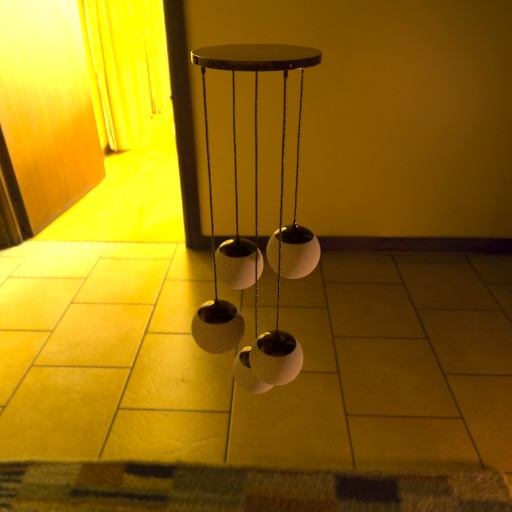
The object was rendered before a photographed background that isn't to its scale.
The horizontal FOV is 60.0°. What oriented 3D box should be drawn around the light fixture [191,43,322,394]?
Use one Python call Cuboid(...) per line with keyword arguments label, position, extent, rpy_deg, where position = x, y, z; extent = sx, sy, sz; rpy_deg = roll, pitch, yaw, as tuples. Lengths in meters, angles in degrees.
Cuboid(label="light fixture", position=(0.000, 0.000, 1.505), extent=(0.489, 1.271, 0.484), rpy_deg=(-10, 33, -15))
